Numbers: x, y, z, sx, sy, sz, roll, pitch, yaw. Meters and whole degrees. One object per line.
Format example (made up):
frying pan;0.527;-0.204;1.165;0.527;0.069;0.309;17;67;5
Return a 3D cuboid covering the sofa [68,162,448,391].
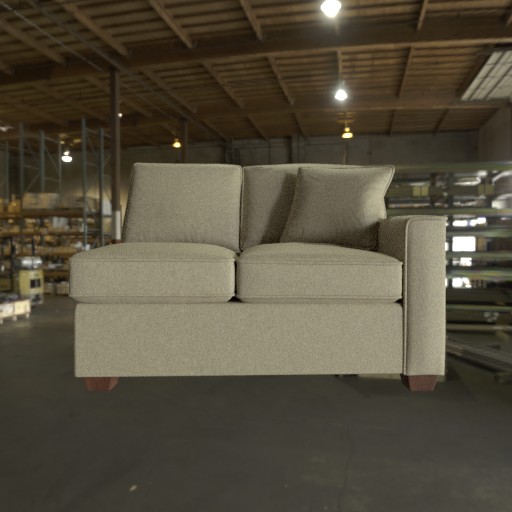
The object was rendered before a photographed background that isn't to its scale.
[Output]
sofa;0.000;0.000;2.063;1.388;0.989;0.991;0;1;0
